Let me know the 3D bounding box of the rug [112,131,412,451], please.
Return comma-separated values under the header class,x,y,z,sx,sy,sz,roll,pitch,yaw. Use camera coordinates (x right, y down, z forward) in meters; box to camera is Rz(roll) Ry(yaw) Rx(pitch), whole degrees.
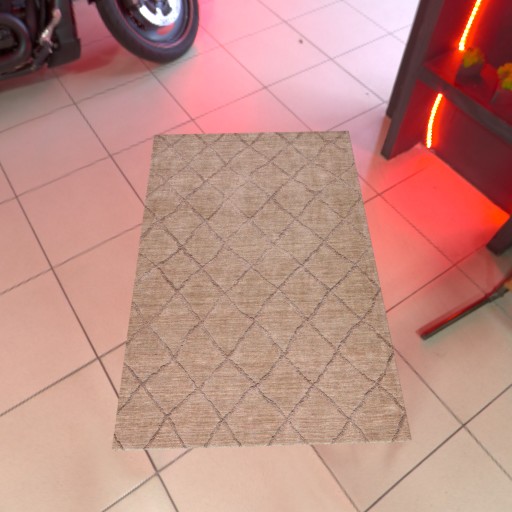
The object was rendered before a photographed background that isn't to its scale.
class,x,y,z,sx,sy,sz,roll,pitch,yaw
rug,0.000,0.000,2.857,1.521,0.015,2.280,-1,58,-1
